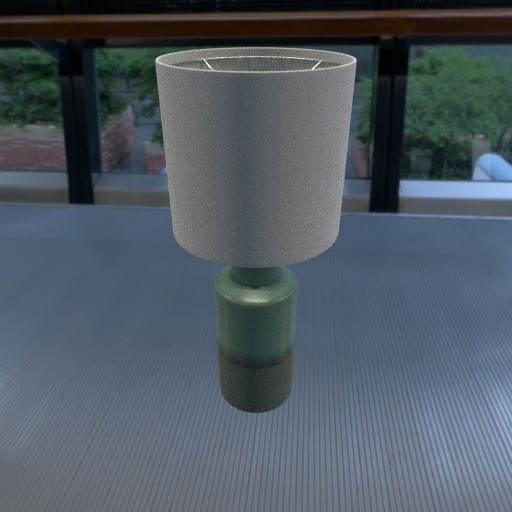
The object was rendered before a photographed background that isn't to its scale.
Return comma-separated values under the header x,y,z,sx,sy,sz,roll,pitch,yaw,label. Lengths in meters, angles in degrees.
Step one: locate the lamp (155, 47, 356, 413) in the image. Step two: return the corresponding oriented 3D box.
x,y,z,sx,sy,sz,roll,pitch,yaw,label
0.000,0.000,0.599,0.212,0.493,0.212,-22,37,-33,lamp
